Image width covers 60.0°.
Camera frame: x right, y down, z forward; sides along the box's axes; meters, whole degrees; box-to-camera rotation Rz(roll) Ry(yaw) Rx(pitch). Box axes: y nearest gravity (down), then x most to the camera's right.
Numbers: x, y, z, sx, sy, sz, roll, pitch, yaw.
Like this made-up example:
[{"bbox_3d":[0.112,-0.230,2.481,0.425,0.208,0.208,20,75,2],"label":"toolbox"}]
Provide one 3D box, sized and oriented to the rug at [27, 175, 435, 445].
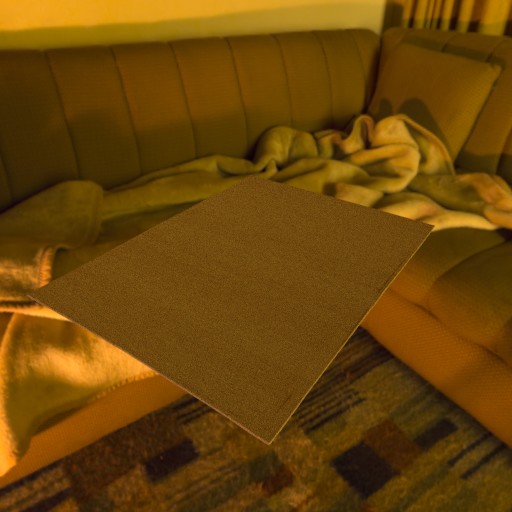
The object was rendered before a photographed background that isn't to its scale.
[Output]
[{"bbox_3d":[0.000,0.000,4.208,2.434,0.045,3.202,21,38,29],"label":"rug"}]
